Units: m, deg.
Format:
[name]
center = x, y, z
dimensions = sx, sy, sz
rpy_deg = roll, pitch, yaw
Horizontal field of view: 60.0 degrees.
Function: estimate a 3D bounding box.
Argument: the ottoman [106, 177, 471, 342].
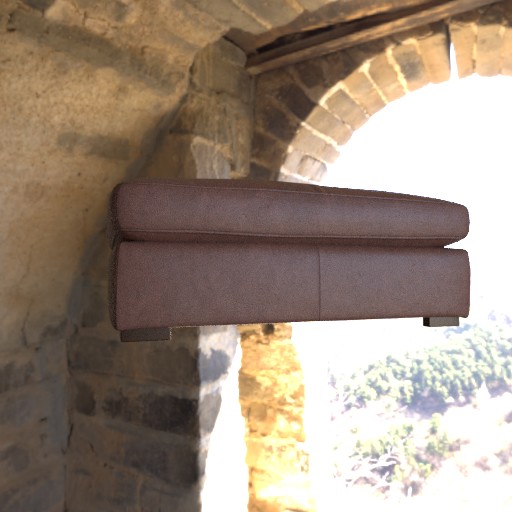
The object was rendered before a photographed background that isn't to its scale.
[ottoman]
center = 0.000, 0.000, 1.818
dimensions = 1.168, 0.490, 1.168
rpy_deg = 1, -2, -18
